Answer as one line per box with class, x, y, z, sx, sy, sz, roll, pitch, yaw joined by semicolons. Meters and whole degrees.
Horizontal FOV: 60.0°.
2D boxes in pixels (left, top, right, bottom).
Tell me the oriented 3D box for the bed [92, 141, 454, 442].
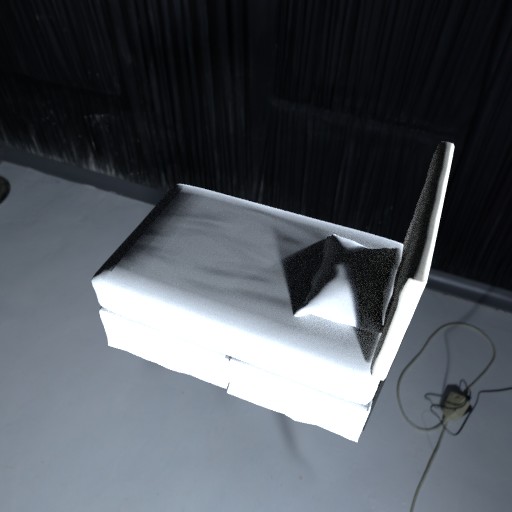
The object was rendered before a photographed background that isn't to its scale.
bed;0.000;0.000;2.973;1.997;1.571;1.261;17;49;16
